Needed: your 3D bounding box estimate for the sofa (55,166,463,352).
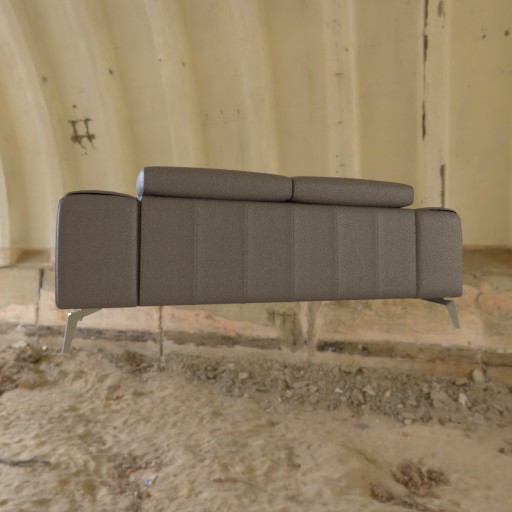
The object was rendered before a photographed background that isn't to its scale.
[{"bbox_3d":[0.000,0.000,2.442,1.930,0.753,1.024,0,-1,-19],"label":"sofa"}]
